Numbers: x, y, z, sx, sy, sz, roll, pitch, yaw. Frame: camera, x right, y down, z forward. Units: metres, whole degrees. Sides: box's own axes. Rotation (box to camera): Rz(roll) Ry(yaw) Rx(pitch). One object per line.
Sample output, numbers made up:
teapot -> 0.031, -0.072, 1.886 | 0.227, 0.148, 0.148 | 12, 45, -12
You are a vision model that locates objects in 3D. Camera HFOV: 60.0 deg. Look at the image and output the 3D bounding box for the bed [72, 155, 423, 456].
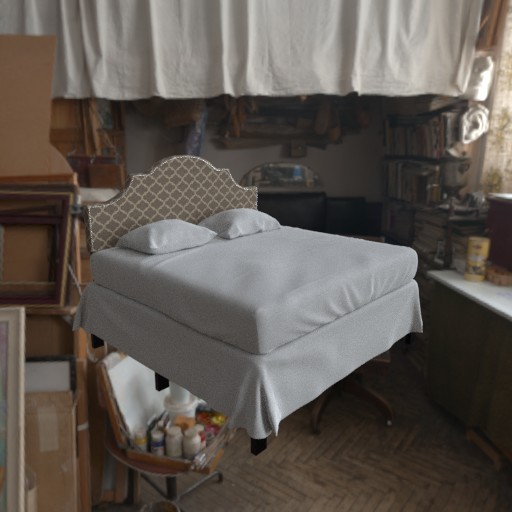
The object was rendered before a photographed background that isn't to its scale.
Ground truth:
bed -> 0.000, 0.000, 3.710 | 2.222, 1.601, 2.314 | 14, 20, 42
